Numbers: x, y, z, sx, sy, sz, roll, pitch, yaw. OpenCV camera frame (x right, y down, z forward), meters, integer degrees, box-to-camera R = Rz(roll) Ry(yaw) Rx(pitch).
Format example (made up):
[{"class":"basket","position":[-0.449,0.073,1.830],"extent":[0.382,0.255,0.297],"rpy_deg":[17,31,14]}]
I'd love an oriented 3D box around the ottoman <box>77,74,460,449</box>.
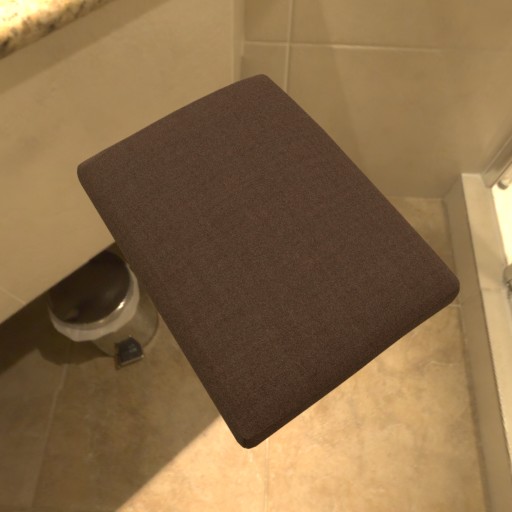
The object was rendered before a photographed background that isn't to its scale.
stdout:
[{"class":"ottoman","position":[0.000,0.000,1.220],"extent":[0.599,0.555,0.809],"rpy_deg":[-31,68,-14]}]
